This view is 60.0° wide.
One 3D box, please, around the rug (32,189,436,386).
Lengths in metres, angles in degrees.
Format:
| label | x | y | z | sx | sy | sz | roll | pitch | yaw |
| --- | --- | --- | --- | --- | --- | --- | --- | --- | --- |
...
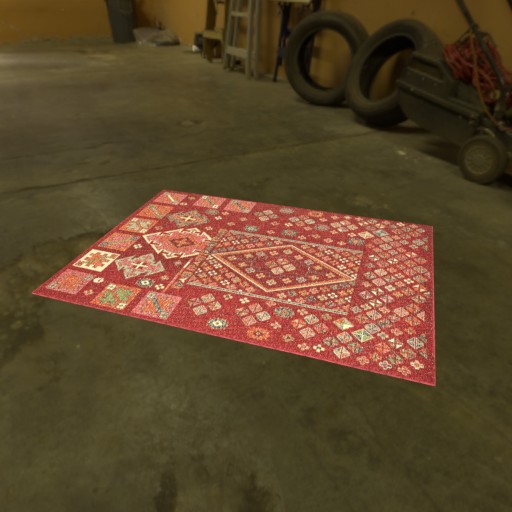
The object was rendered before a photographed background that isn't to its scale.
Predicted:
| label | x | y | z | sx | sy | sz | roll | pitch | yaw |
| --- | --- | --- | --- | --- | --- | --- | --- | --- | --- |
| rug | 0.000 | 0.000 | 2.877 | 2.184 | 0.007 | 1.579 | 10 | 33 | 15 |
